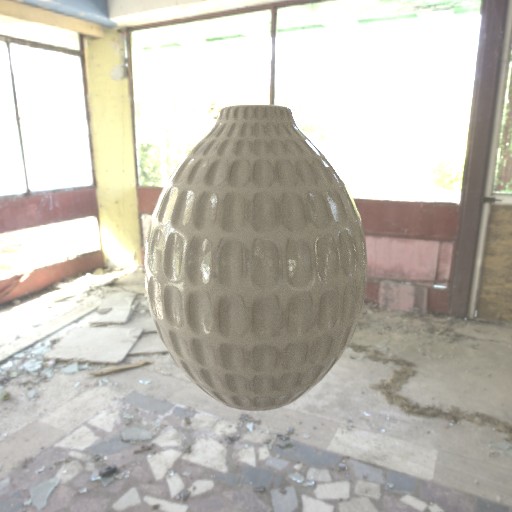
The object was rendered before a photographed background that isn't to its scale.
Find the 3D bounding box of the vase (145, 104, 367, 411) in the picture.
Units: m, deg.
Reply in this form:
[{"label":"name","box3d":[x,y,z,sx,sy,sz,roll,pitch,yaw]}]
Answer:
[{"label":"vase","box3d":[0.000,0.000,0.261,0.128,0.167,0.128,0,14,0]}]
